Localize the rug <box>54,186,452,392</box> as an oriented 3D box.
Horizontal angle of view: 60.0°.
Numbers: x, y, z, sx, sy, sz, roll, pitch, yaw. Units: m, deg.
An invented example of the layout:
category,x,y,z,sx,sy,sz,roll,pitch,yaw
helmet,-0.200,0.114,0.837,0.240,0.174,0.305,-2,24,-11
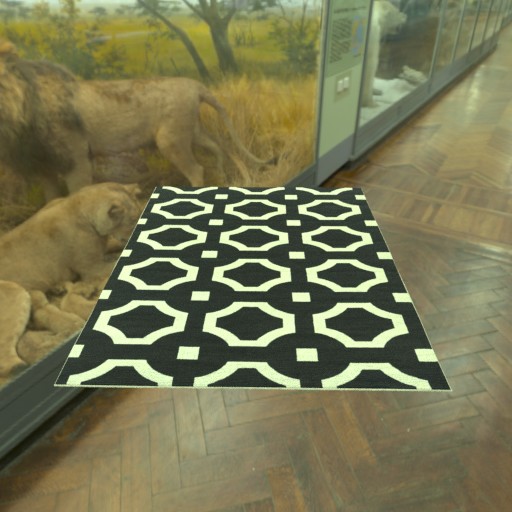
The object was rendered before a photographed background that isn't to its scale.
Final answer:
category,x,y,z,sx,sy,sz,roll,pitch,yaw
rug,0.000,0.000,4.020,2.466,0.021,3.049,1,32,1
